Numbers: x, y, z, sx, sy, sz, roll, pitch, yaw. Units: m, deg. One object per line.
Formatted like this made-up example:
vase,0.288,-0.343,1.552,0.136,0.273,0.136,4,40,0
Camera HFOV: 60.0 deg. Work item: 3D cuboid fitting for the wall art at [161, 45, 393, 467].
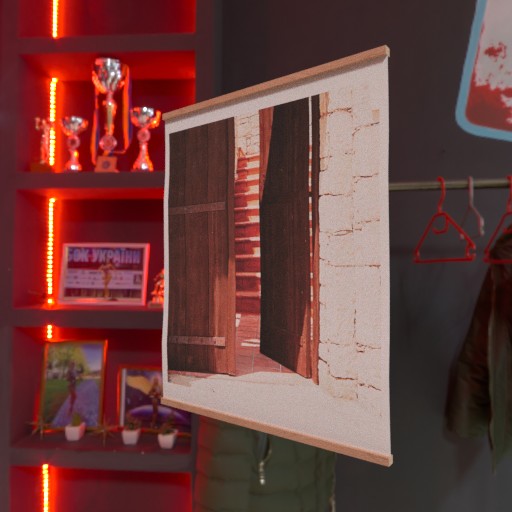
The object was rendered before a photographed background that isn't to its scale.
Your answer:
wall art,0.000,0.000,0.661,0.406,0.508,0.013,-1,-2,37
